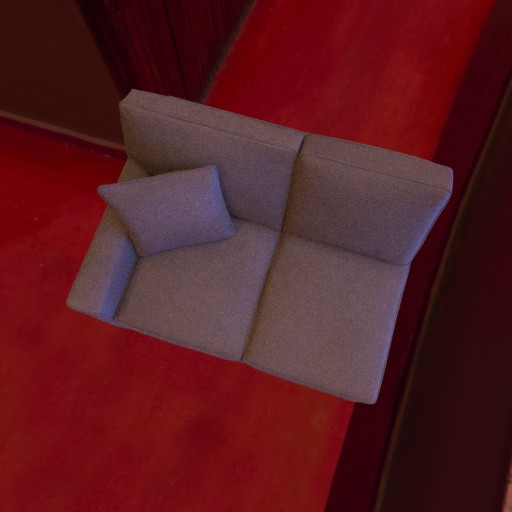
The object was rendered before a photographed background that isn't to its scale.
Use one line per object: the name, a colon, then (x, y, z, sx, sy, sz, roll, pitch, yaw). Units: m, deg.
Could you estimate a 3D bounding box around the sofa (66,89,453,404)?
sofa: (0.000, 0.000, 2.060, 1.388, 0.989, 0.991, 16, 75, 4)
